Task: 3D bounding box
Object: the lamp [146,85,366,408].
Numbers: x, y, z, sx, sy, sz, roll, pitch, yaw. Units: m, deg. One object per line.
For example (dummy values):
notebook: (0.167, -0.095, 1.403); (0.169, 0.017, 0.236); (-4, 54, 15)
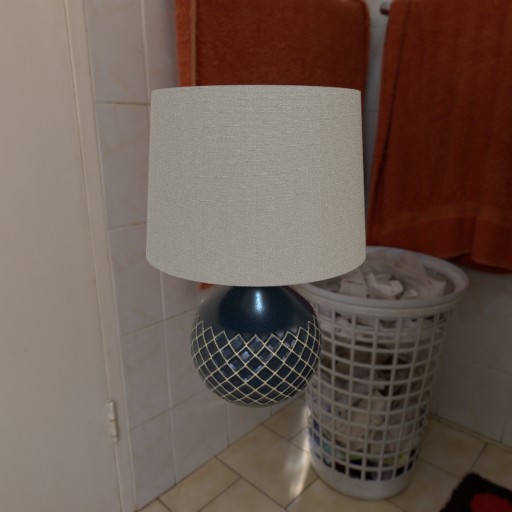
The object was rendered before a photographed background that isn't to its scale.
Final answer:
lamp: (0.000, 0.000, 0.782); (0.376, 0.540, 0.376); (0, 17, 0)
